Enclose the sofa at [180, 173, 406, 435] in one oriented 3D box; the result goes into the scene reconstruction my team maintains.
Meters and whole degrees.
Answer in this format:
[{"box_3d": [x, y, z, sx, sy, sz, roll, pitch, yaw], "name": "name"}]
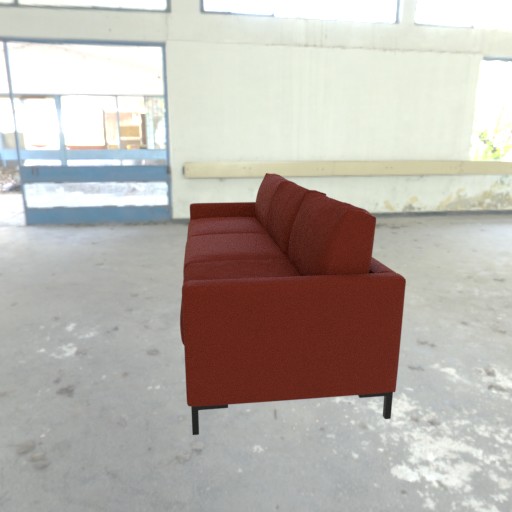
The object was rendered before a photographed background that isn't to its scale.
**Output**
[{"box_3d": [0.000, 0.000, 2.735, 0.875, 0.879, 2.252, -2, 15, -7], "name": "sofa"}]
